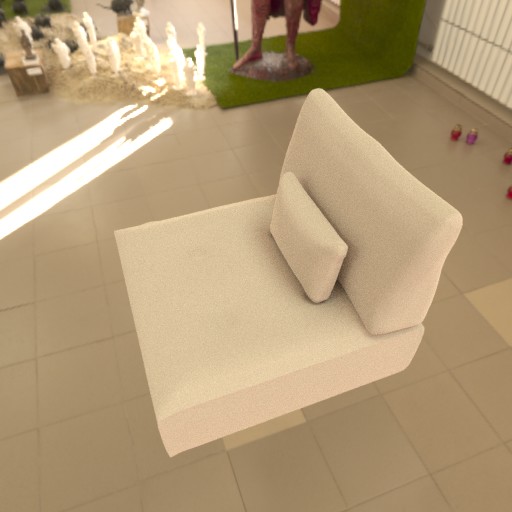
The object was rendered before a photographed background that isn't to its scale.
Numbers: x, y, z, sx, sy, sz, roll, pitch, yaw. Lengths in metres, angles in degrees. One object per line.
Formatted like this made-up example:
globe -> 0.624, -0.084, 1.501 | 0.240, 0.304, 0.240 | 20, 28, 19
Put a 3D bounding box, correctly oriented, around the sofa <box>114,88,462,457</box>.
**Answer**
sofa -> 0.000, 0.000, 1.703 | 1.000, 0.828, 0.935 | -15, 47, -14
